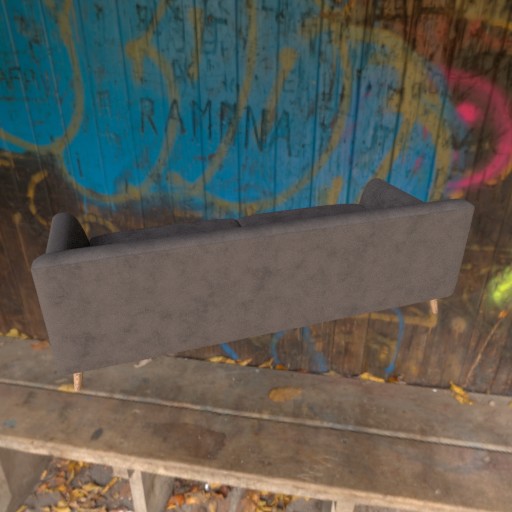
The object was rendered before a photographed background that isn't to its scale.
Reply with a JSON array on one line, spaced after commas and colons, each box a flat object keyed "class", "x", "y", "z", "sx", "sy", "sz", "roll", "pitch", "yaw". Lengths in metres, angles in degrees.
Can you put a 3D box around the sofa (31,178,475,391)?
[{"class": "sofa", "x": 0.000, "y": 0.000, "z": 2.590, "sx": 2.190, "sy": 0.740, "sz": 0.900, "roll": -9, "pitch": 29, "yaw": -16}]
